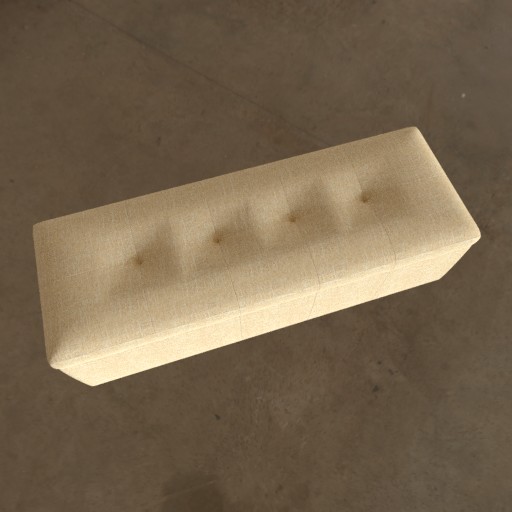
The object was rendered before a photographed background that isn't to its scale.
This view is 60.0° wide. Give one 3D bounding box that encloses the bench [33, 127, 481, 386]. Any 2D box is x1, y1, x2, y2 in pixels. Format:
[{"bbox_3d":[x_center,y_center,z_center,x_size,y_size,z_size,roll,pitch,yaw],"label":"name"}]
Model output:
[{"bbox_3d":[0.000,0.000,1.414,1.219,0.406,0.432,-16,66,-7],"label":"bench"}]
